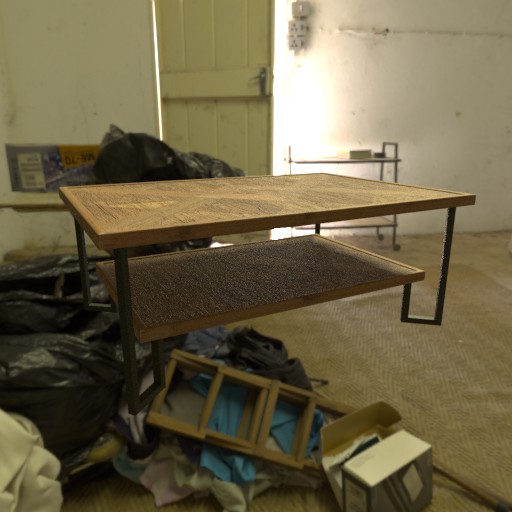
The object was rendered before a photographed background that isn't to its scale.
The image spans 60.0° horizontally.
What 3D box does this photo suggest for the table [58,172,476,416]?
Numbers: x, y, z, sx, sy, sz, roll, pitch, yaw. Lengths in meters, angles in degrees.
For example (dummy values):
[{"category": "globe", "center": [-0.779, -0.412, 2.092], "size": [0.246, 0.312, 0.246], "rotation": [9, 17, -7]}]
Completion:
[{"category": "table", "center": [0.000, 0.000, 1.666], "size": [1.238, 0.492, 0.877], "rotation": [-9, 18, -27]}]
